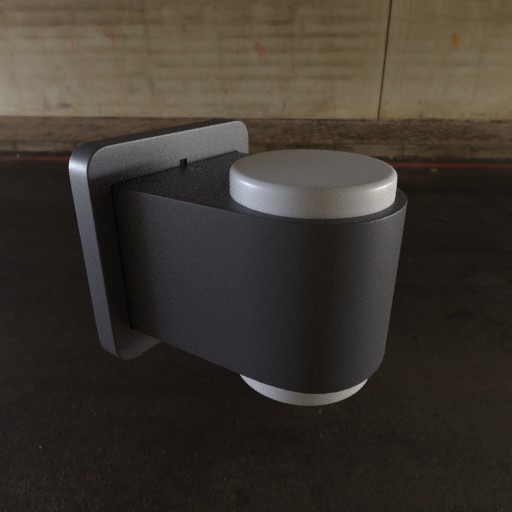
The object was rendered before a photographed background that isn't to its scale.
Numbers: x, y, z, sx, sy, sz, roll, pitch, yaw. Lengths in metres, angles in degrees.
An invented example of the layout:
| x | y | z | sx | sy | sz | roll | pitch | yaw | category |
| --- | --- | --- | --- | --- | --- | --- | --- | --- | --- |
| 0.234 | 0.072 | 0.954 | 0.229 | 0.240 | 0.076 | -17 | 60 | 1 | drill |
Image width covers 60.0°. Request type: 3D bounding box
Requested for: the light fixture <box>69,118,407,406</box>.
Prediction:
| x | y | z | sx | sy | sz | roll | pitch | yaw | category |
| --- | --- | --- | --- | --- | --- | --- | --- | --- | --- |
| 0.000 | 0.000 | 0.213 | 0.132 | 0.109 | 0.109 | 17 | 30 | 32 | light fixture |
